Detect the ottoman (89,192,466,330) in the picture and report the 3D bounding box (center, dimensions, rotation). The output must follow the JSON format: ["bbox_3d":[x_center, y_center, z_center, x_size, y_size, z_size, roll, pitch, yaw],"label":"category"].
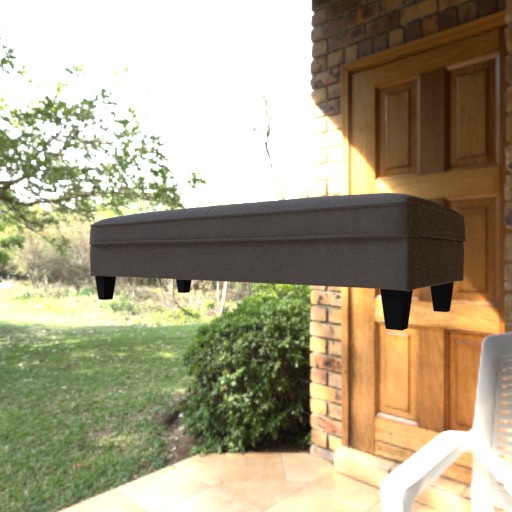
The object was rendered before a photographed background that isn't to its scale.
[{"bbox_3d":[0.000,0.000,2.107,1.726,0.460,0.735,0,0,37],"label":"ottoman"}]
